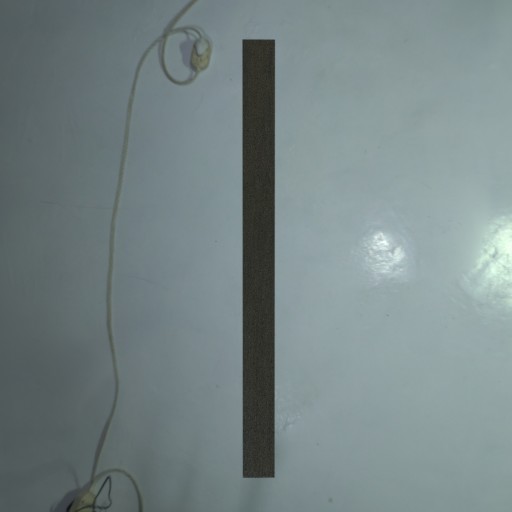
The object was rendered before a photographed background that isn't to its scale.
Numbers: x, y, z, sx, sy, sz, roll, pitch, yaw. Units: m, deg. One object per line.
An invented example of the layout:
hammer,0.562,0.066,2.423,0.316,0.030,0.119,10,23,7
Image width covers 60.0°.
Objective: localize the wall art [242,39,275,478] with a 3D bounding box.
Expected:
wall art,0.000,0.000,0.765,0.037,0.507,0.507,0,91,-1
